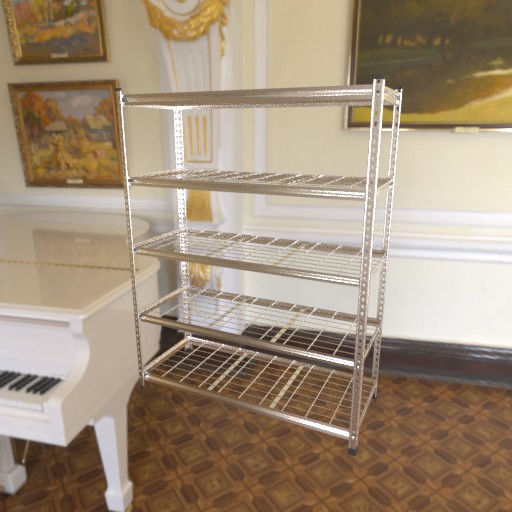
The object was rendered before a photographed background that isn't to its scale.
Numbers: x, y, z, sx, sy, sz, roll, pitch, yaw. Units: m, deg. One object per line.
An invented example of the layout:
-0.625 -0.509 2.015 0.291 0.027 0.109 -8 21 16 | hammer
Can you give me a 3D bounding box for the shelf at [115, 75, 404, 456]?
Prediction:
0.000 0.000 2.777 1.524 1.981 0.610 8 18 25 | shelf
